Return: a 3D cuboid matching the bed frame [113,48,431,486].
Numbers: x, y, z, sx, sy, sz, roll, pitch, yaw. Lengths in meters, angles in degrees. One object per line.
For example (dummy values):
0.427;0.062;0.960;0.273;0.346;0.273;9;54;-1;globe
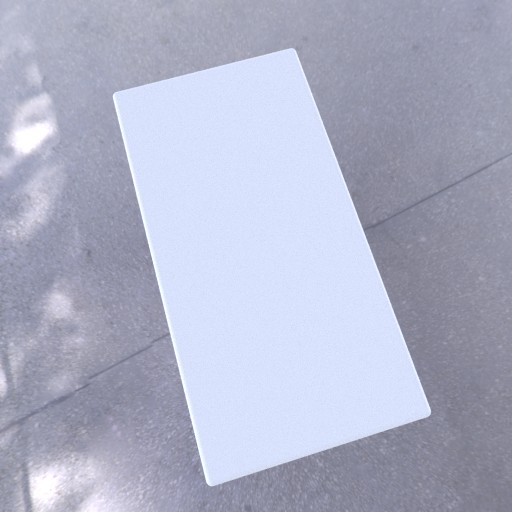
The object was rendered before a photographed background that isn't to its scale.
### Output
0.000;0.000;2.410;1.023;0.659;1.950;-16;76;-4;bed frame
